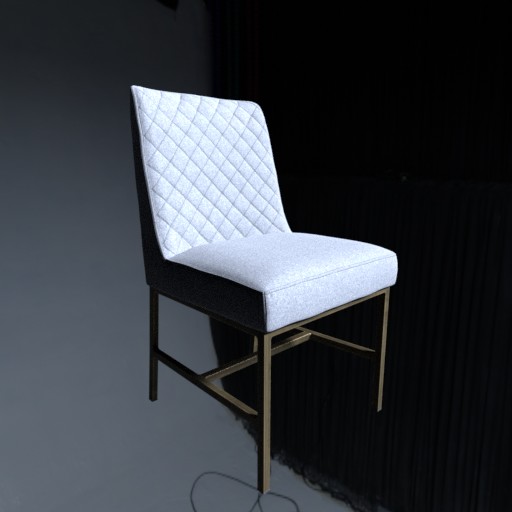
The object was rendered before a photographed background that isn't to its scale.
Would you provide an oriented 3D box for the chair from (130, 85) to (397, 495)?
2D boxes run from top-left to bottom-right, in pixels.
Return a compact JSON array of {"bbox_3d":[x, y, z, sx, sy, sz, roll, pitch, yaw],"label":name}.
[{"bbox_3d":[0.000,0.000,1.207,0.508,0.889,0.587,-12,17,-43],"label":"chair"}]
